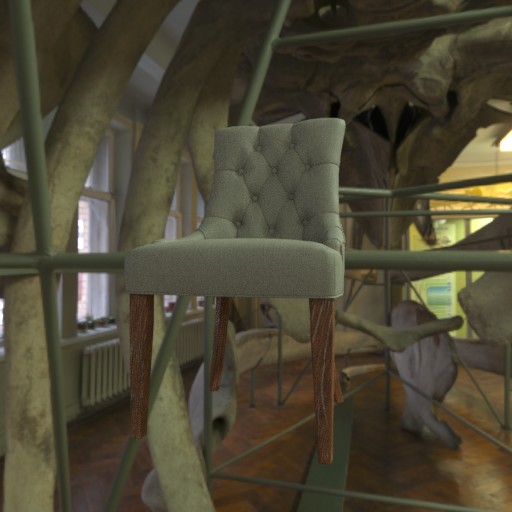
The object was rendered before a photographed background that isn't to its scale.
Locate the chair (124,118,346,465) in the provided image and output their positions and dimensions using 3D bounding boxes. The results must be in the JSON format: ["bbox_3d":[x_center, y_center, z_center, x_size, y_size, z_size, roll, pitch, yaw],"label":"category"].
[{"bbox_3d":[0.000,0.000,1.224,0.509,0.874,0.565,0,-1,17],"label":"chair"}]
